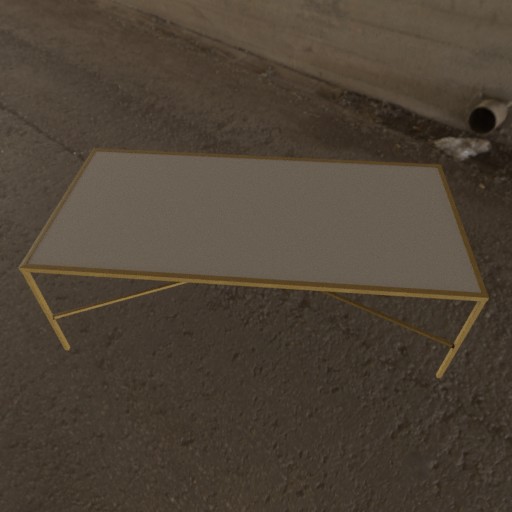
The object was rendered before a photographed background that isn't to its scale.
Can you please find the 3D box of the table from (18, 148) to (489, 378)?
[{"bbox_3d":[0.000,0.000,1.476,1.206,0.398,0.580,3,46,3],"label":"table"}]
